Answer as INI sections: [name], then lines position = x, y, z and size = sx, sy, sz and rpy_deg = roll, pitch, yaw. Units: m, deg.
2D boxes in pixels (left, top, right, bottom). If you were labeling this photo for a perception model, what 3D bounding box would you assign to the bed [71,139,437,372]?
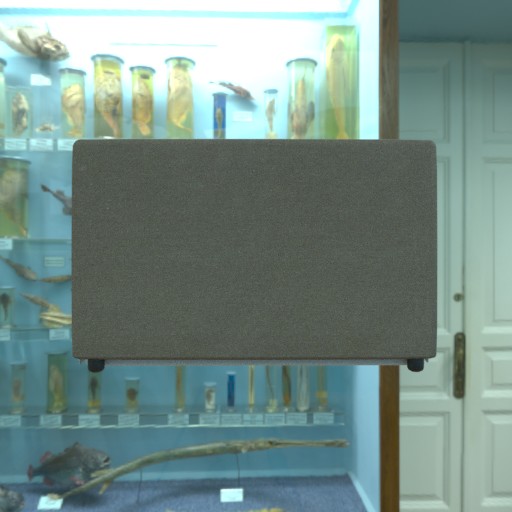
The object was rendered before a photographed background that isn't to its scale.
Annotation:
[bed]
position = 0.000, 0.000, 3.608
size = 2.119, 1.317, 2.341
rpy_deg = 0, 0, 0
